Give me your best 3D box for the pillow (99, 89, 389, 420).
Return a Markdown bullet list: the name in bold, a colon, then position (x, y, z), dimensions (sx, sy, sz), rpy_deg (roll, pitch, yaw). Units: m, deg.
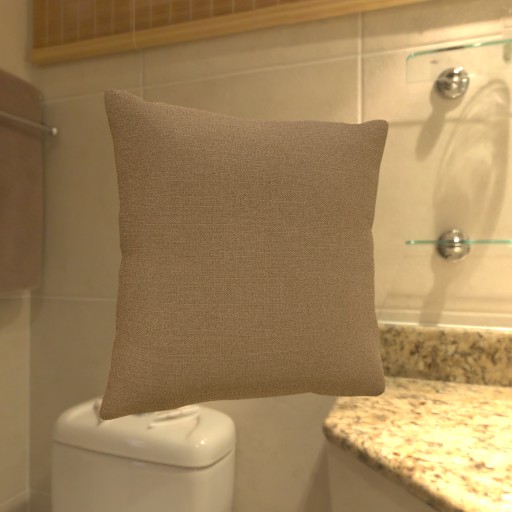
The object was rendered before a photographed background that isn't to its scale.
- **pillow**: position (0.000, 0.000, 0.646), dimensions (0.429, 0.436, 0.159), rpy_deg (0, 0, -17)
